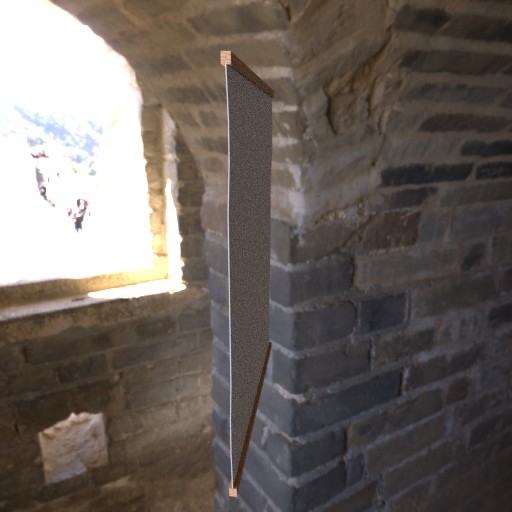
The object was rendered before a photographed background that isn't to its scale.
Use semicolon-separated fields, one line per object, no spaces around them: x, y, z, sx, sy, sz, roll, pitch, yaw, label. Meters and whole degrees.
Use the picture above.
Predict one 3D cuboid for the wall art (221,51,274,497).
0.000;0.000;0.674;0.010;0.507;0.404;2;15;8;wall art
